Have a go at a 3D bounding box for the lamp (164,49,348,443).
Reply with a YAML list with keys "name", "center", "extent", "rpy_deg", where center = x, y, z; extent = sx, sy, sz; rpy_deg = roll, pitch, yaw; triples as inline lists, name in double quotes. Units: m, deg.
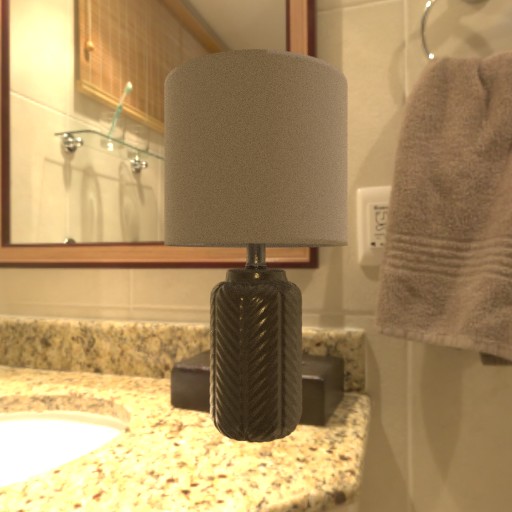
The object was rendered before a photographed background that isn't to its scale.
- name: "lamp"
  center: [0.000, 0.000, 0.502]
  extent: [0.203, 0.389, 0.203]
  rpy_deg: [0, 0, -20]
